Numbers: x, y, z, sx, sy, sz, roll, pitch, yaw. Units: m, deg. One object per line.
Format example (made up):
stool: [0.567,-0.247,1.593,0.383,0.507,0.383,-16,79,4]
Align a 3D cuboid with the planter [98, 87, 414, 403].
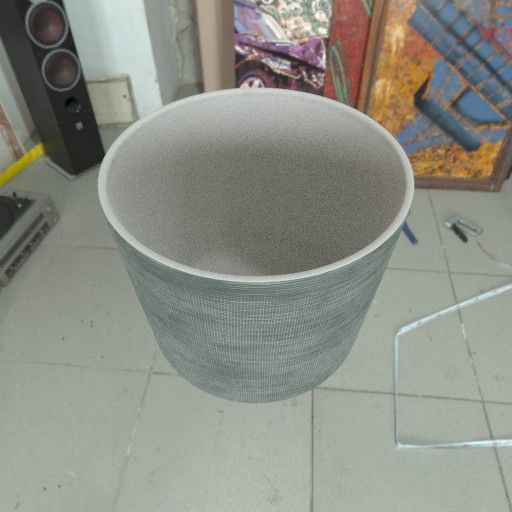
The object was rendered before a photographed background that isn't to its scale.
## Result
planter: [0.000,0.000,0.778,0.440,0.398,0.440,0,48,0]
